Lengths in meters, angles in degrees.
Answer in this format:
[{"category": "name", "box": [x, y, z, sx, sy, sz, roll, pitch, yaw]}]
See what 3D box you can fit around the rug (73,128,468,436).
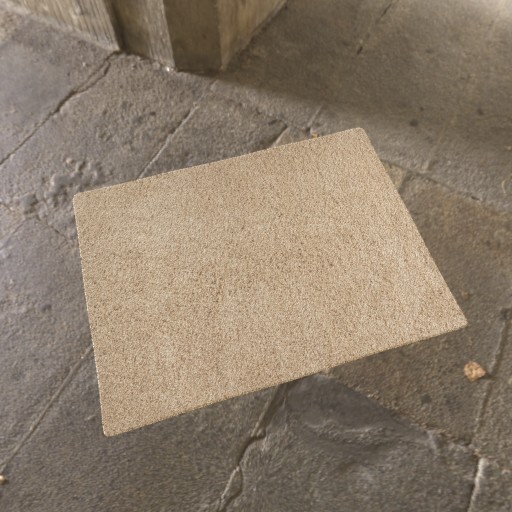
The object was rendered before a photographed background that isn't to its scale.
[{"category": "rug", "box": [0.000, 0.000, 2.111, 1.600, 0.025, 1.199, -15, 64, -7]}]
